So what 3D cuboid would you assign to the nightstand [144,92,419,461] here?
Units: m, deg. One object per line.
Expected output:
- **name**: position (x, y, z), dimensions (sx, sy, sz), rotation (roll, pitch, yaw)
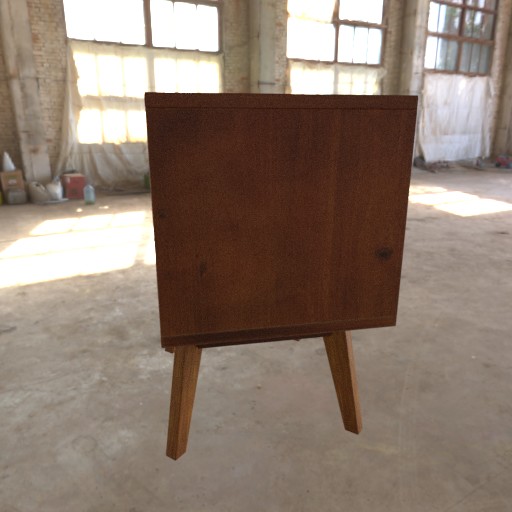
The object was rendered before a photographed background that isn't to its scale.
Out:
- **nightstand**: position (0.000, 0.000, 0.936), dimensions (0.411, 0.618, 0.460), rotation (-3, 17, -11)
